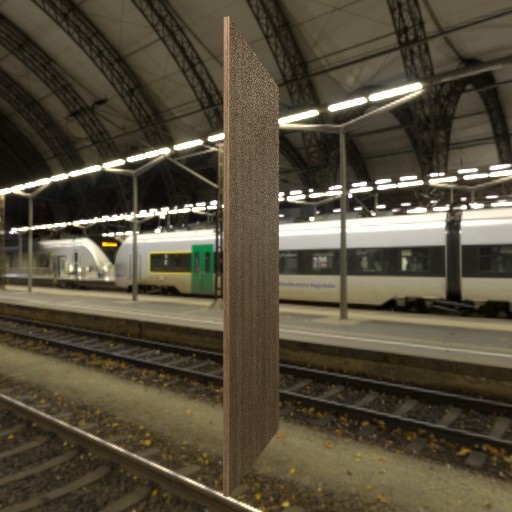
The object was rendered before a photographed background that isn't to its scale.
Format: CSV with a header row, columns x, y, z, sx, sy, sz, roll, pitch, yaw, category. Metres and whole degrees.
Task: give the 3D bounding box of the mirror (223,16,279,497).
x,y,z,sx,sy,sz,roll,pitch,yaw,category
0.000,0.000,2.262,0.025,2.032,0.812,0,-1,18,mirror
